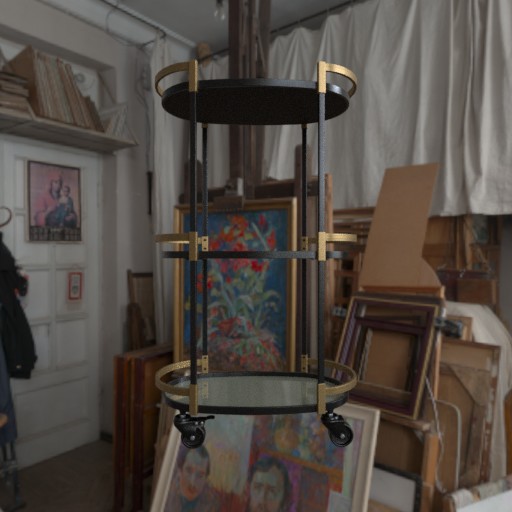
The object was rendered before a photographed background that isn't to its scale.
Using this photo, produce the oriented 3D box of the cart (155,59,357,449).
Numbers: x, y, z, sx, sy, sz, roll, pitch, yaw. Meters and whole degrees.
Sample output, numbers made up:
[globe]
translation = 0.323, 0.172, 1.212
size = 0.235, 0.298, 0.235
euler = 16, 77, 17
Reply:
[cart]
translation = 0.000, 0.000, 1.152
size = 0.515, 0.885, 0.311
euler = 0, 0, -1
